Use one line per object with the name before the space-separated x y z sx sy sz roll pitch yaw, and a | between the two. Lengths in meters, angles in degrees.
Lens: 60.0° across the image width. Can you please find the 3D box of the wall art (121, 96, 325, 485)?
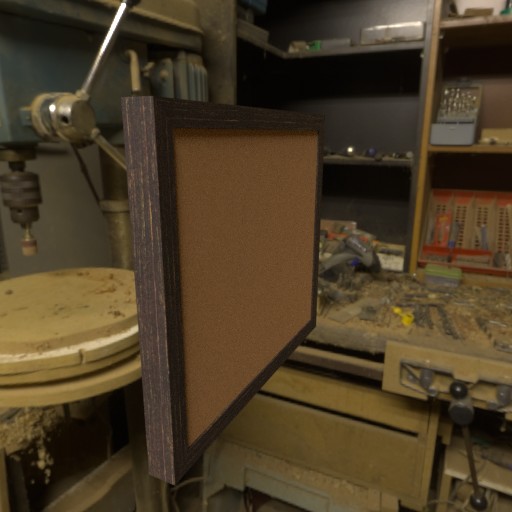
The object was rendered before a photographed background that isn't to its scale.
wall art | 0.000 0.000 0.525 0.031 0.330 0.381 8 17 26
